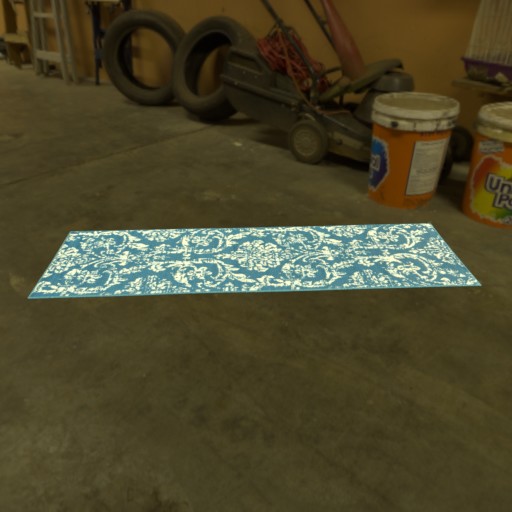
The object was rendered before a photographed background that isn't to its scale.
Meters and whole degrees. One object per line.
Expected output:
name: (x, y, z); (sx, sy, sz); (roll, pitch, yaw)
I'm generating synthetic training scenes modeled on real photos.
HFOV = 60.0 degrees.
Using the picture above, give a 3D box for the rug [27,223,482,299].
rug: (0.000, 0.000, 2.418); (2.196, 0.011, 0.662); (-1, 32, -2)
